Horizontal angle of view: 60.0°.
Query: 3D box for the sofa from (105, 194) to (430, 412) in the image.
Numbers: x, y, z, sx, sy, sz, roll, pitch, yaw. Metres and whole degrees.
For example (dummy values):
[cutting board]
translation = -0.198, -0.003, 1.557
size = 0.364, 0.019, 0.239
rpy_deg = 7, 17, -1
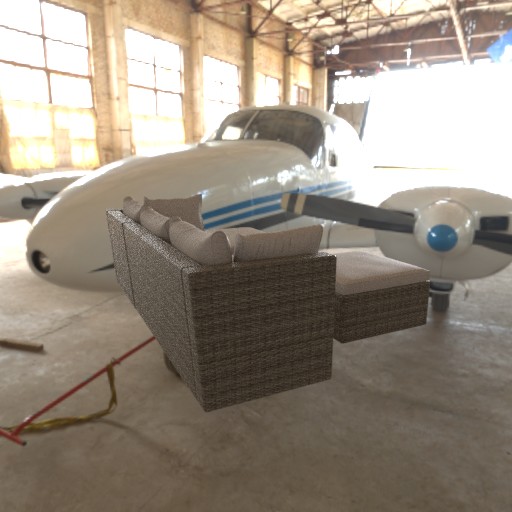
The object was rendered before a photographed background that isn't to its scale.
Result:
[sofa]
translation = 0.000, 0.000, 3.072
size = 1.662, 0.766, 2.192
rpy_deg = -6, 15, -26
